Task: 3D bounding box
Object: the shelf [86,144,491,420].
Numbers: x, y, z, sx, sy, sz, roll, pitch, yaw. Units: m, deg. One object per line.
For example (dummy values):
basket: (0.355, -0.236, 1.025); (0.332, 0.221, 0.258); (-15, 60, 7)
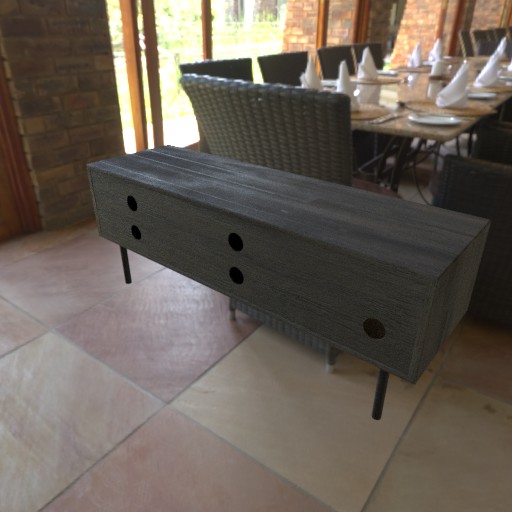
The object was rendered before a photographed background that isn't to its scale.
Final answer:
shelf: (0.000, 0.000, 1.524); (1.300, 0.495, 0.400); (21, 34, 34)
